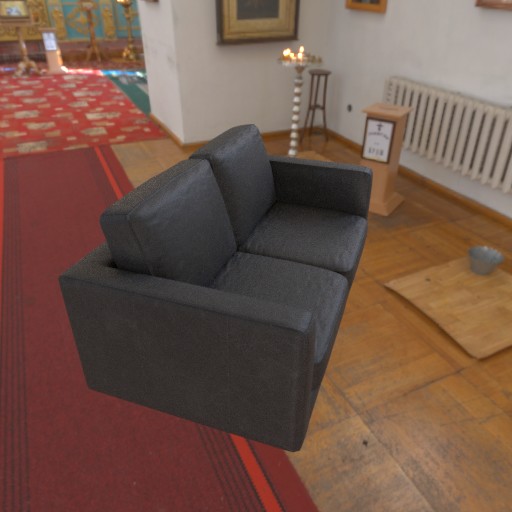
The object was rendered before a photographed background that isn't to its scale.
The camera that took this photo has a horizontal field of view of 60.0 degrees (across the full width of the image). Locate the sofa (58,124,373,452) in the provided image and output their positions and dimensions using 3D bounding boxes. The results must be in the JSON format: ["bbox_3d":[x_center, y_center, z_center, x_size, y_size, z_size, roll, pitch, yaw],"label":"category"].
[{"bbox_3d":[0.000,0.000,2.023,0.879,0.899,1.430,11,32,17],"label":"sofa"}]
